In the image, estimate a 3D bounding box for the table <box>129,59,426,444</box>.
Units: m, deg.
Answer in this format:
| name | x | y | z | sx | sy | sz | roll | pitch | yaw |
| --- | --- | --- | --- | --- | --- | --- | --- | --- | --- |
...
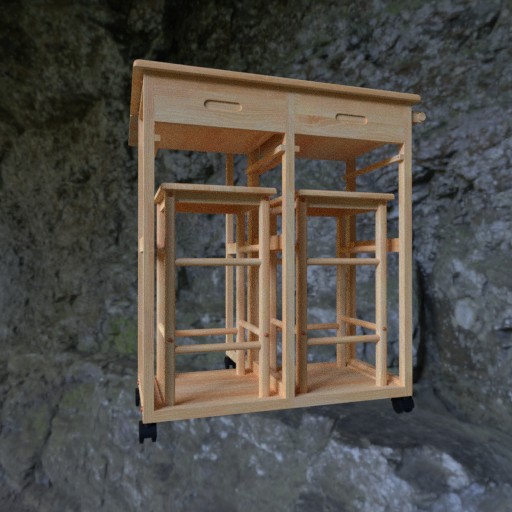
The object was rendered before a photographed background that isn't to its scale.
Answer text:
| name | x | y | z | sx | sy | sz | roll | pitch | yaw |
| --- | --- | --- | --- | --- | --- | --- | --- | --- | --- |
| table | 0.000 | 0.000 | 1.376 | 0.752 | 0.832 | 0.693 | 0 | 0 | -17 |
